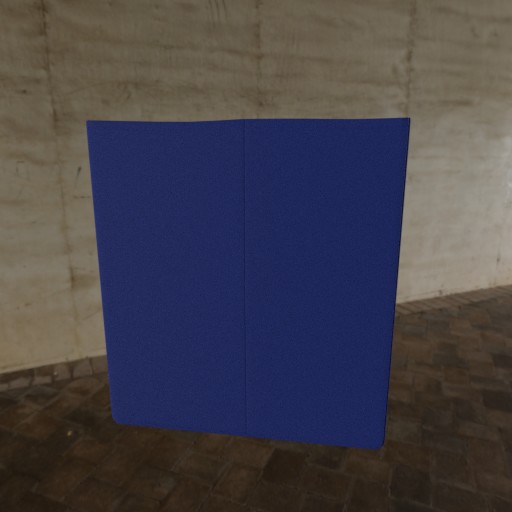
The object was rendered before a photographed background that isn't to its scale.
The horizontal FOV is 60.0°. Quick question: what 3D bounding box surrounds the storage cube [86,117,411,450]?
[{"bbox_3d":[0.000,0.000,0.497,0.270,0.280,0.270,2,14,9],"label":"storage cube"}]
